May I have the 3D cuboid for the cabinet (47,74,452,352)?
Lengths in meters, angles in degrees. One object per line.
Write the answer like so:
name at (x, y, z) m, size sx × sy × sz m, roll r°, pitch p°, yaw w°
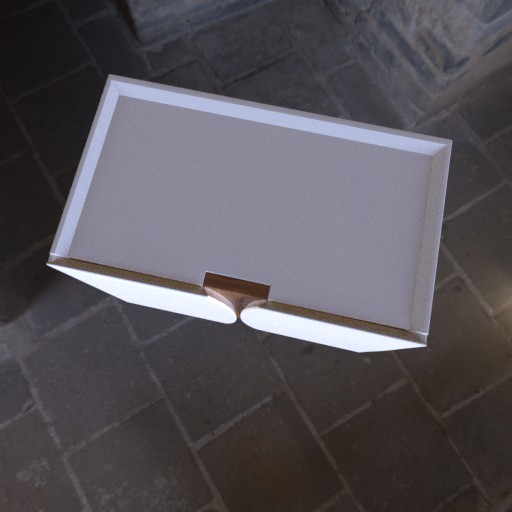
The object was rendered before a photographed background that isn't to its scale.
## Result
cabinet at (0.000, 0.000, 1.082) m, size 0.591 × 0.772 × 0.344 m, roll 12°, pitch 77°, yaw 3°
